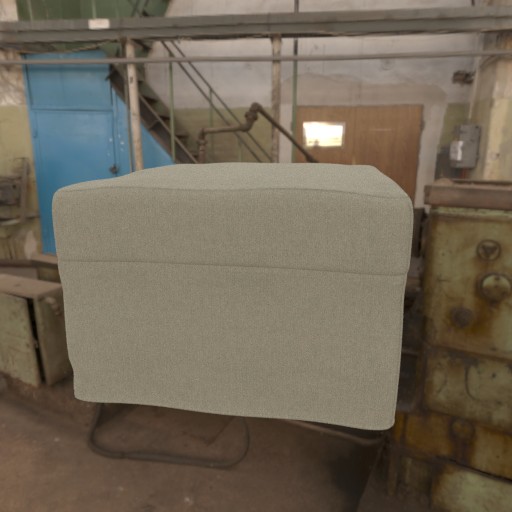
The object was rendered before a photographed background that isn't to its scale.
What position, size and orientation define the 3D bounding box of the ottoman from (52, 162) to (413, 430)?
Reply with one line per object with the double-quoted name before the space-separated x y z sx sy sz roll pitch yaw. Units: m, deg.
"ottoman" 0.000 0.000 1.187 0.648 0.461 0.833 2 15 9
